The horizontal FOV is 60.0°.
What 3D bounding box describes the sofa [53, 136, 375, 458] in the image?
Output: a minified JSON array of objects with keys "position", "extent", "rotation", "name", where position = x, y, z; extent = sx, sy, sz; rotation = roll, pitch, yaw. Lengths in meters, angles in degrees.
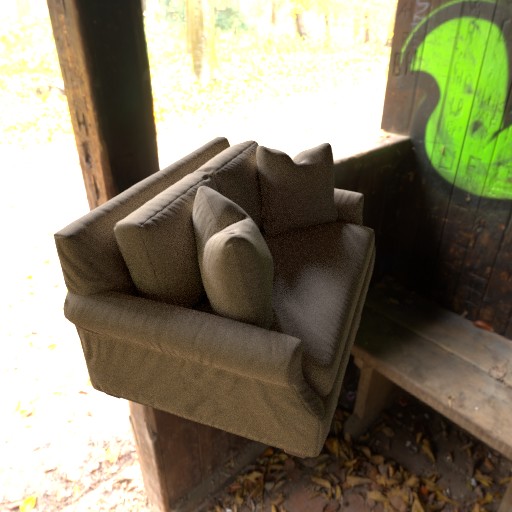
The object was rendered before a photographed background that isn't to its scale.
[{"position":[0.000,0.000,2.189],"extent":[1.070,0.905,1.550],"rotation":[11,32,18],"name":"sofa"}]
